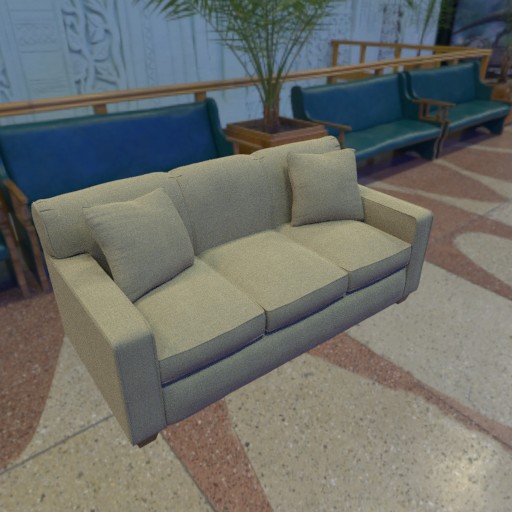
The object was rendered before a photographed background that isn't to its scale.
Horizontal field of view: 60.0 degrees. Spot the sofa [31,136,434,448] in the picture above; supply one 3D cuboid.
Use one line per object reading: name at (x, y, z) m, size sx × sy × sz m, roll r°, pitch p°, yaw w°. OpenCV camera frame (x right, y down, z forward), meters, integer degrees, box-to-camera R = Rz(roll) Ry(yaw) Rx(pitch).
sofa at (0.000, 0.000, 2.535) m, size 2.024 × 0.958 × 0.997 m, roll -20°, pitch 35°, yaw -32°
